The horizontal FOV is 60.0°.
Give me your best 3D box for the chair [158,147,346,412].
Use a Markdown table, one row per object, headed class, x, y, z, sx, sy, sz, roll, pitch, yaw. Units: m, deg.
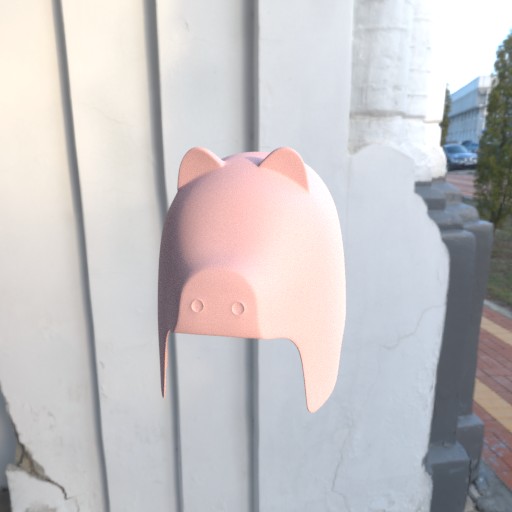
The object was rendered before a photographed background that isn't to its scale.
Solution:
| class | x | y | z | sx | sy | sz | roll | pitch | yaw |
| --- | --- | --- | --- | --- | --- | --- | --- | --- | --- |
| chair | 0.000 | 0.000 | 0.879 | 0.364 | 0.423 | 0.619 | 2 | 15 | 9 |
